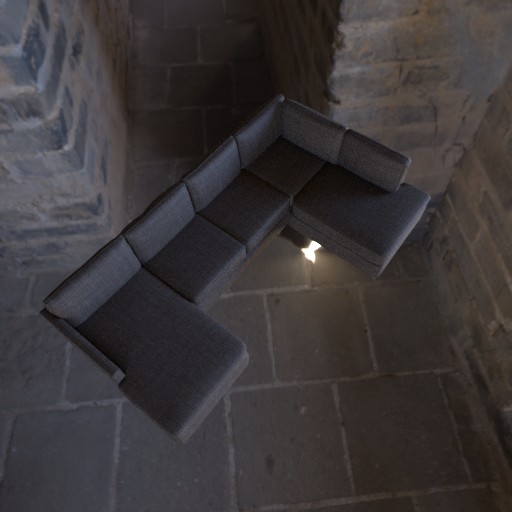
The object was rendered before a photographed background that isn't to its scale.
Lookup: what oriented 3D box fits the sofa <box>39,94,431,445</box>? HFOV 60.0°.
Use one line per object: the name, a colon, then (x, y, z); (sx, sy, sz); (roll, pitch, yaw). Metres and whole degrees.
sofa: (0.000, 0.000, 4.297); (2.048, 0.999, 3.423); (33, 64, 19)
